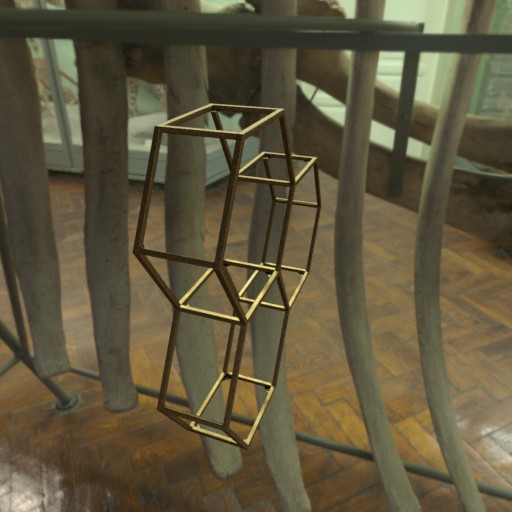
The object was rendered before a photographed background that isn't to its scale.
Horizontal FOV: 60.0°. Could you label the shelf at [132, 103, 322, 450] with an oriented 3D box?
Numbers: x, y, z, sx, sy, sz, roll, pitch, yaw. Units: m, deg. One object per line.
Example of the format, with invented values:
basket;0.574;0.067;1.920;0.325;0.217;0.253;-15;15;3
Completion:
shelf;0.000;0.000;1.050;0.150;0.701;0.708;10;31;18
